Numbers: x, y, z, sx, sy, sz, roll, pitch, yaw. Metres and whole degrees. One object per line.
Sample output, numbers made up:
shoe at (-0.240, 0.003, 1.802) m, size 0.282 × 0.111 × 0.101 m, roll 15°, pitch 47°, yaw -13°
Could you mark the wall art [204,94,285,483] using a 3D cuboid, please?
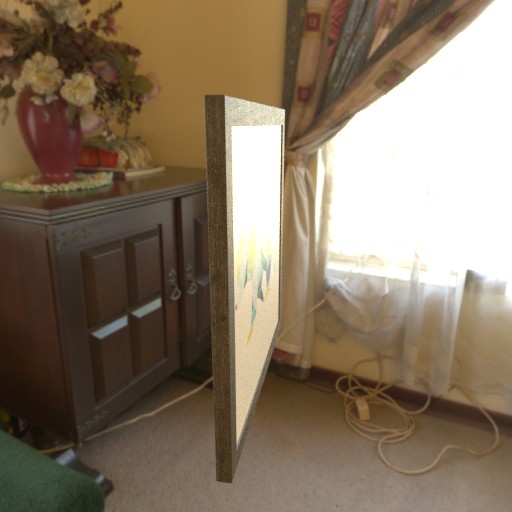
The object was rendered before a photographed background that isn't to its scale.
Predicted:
wall art at (0.000, 0.000, 0.710) m, size 0.027 × 0.459 × 0.462 m, roll 3°, pitch 17°, yaw 10°
